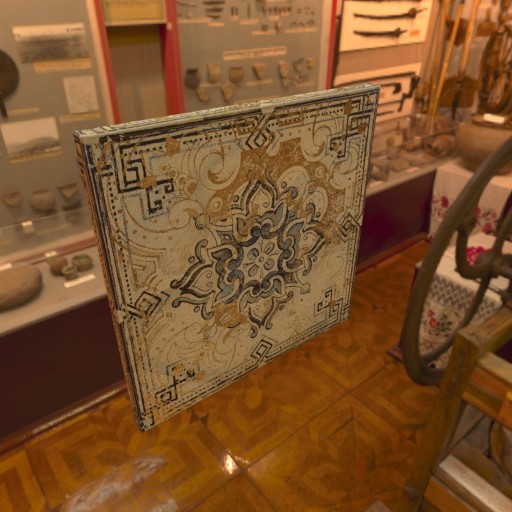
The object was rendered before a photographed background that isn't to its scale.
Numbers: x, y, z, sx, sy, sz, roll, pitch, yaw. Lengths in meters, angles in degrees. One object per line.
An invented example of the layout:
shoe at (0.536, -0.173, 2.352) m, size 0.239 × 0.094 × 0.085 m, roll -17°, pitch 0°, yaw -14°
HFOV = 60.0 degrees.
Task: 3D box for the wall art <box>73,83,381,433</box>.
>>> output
wall art at (0.000, 0.000, 0.913) m, size 0.609 × 0.607 × 0.036 m, roll -21°, pitch 37°, yaw -31°
